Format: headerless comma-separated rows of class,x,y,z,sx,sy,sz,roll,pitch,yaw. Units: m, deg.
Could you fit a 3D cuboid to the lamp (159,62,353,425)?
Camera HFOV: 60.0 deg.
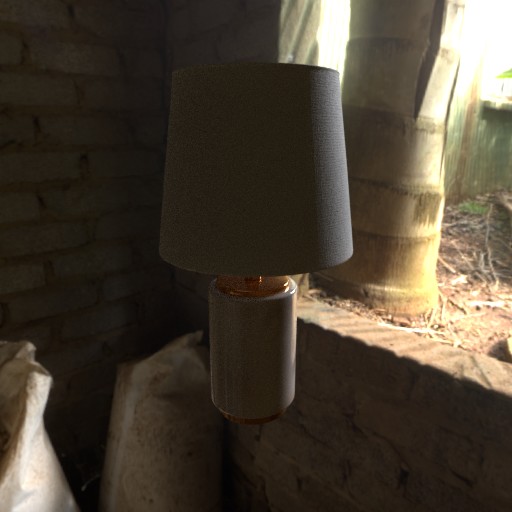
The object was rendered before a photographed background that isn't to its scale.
lamp,0.000,0.000,0.445,0.189,0.340,0.189,0,16,0
